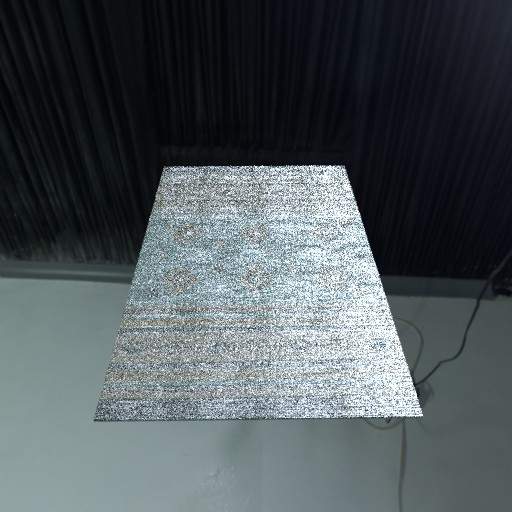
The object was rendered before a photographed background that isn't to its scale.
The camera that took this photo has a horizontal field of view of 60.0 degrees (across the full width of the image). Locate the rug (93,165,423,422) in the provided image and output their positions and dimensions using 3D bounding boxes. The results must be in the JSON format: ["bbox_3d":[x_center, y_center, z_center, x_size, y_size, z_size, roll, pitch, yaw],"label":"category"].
[{"bbox_3d":[0.000,0.000,2.306,1.212,0.010,1.811,0,42,-1],"label":"rug"}]
